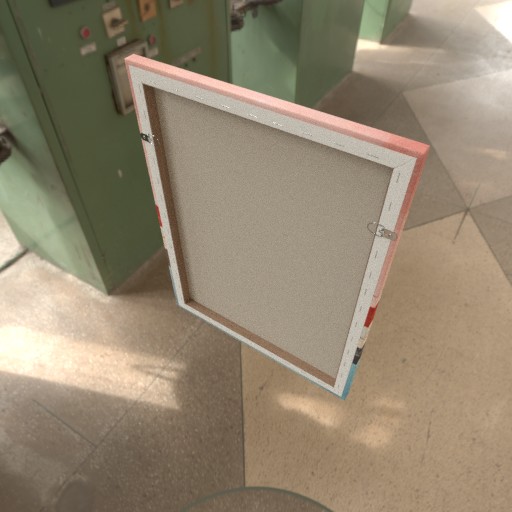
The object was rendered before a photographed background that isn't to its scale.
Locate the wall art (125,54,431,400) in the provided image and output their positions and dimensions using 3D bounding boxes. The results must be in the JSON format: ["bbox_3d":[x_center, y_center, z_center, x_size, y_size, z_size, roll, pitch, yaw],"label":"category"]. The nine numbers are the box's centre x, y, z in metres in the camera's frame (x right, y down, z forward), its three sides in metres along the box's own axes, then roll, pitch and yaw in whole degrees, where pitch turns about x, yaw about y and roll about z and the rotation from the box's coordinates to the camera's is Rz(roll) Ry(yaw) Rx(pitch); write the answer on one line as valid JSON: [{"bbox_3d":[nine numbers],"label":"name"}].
[{"bbox_3d":[0.000,0.000,1.337,0.761,1.016,0.039,25,52,22],"label":"wall art"}]
